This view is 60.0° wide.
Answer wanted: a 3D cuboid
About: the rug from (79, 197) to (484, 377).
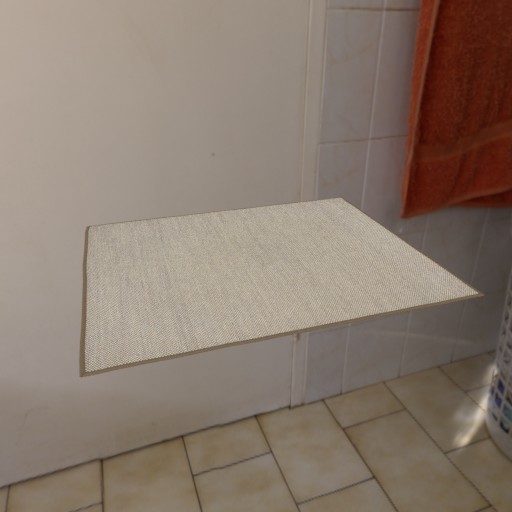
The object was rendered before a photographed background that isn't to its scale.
[{"bbox_3d":[0.000,0.000,4.097,3.041,0.020,2.413,-8,28,-16],"label":"rug"}]
